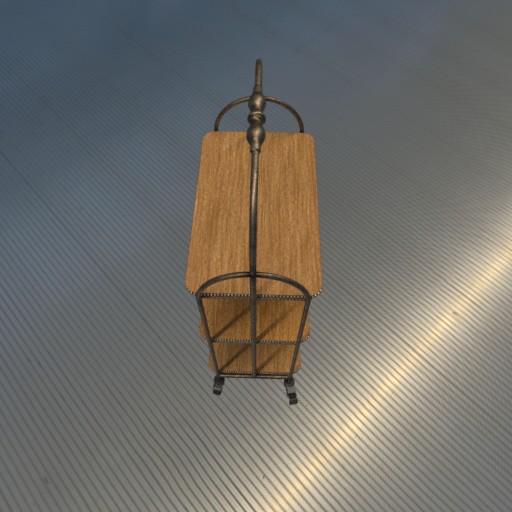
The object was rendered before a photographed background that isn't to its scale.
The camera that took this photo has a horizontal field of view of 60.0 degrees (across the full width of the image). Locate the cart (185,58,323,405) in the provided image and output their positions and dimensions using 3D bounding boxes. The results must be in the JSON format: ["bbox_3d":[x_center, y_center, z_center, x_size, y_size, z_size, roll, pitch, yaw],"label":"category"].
[{"bbox_3d":[0.000,0.000,1.342,0.330,1.052,0.650,1,59,1],"label":"cart"}]
